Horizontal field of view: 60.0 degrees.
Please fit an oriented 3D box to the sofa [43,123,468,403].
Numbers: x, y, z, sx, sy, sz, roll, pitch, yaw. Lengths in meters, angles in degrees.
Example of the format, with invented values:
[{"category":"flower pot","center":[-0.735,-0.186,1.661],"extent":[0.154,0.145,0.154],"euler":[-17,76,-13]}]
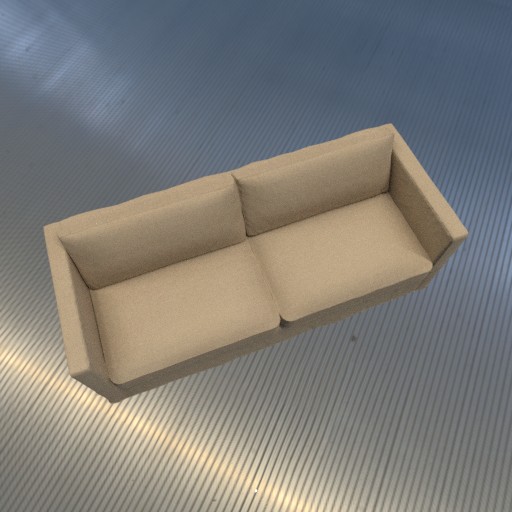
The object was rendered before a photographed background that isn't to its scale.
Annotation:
[{"category":"sofa","center":[0.000,0.000,2.789],"extent":[2.312,0.853,0.962],"euler":[-18,64,-10]}]
